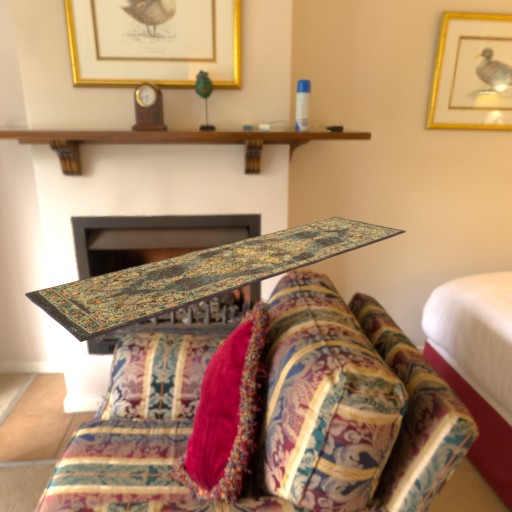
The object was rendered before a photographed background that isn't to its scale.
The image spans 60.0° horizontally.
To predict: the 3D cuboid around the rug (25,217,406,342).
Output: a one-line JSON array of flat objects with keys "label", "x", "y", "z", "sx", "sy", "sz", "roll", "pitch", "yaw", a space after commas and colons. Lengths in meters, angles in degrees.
[{"label": "rug", "x": 0.000, "y": 0.000, "z": 2.520, "sx": 2.283, "sy": 0.016, "sz": 0.602, "roll": -16, "pitch": 24, "yaw": -41}]
